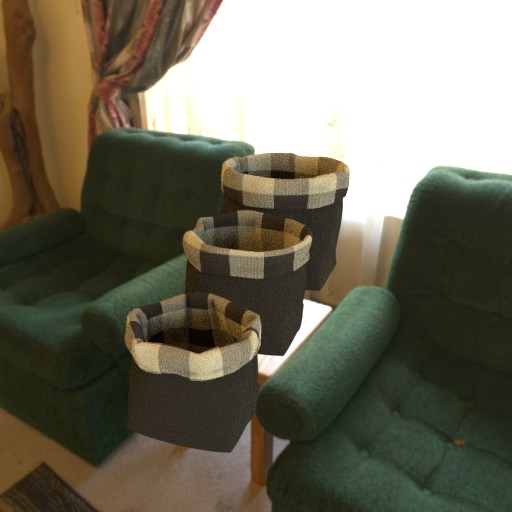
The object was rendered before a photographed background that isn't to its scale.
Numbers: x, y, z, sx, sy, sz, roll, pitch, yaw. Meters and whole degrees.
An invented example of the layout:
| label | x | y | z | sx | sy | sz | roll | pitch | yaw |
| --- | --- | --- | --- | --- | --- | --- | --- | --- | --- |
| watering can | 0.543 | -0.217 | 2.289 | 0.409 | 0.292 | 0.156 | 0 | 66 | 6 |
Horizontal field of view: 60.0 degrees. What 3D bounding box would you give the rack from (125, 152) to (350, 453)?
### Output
| label | x | y | z | sx | sy | sz | roll | pitch | yaw |
| --- | --- | --- | --- | --- | --- | --- | --- | --- | --- |
| rack | 0.000 | 0.000 | 1.078 | 0.370 | 0.329 | 0.889 | 8 | 27 | 15 |
